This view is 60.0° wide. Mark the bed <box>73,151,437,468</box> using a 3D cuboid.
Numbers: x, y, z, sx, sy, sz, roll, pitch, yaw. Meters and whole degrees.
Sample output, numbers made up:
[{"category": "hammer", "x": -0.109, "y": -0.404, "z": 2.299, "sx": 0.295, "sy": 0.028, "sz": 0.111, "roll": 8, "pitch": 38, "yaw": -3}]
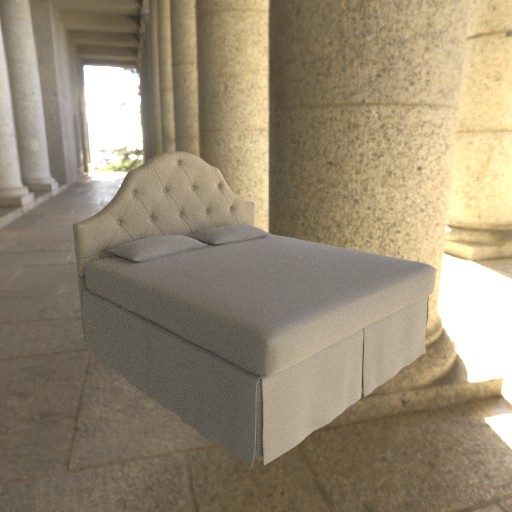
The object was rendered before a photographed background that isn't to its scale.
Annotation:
[{"category": "bed", "x": 0.000, "y": 0.000, "z": 3.413, "sx": 2.012, "sy": 1.555, "sz": 2.086, "roll": -13, "pitch": 19, "yaw": -43}]
